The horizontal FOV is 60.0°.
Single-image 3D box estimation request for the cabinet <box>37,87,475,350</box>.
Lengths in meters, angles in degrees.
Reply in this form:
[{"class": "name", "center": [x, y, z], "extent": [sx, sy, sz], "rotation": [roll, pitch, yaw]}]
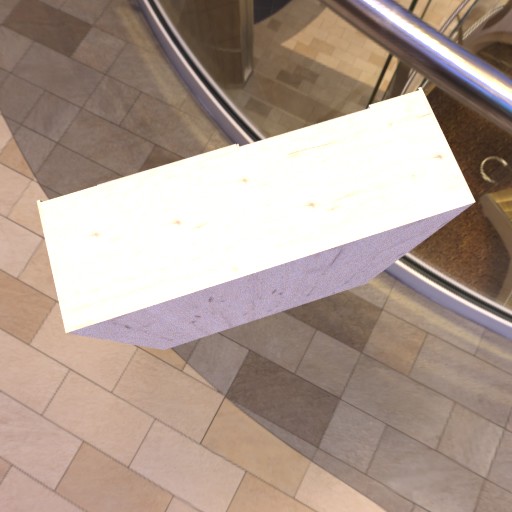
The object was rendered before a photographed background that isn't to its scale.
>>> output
[{"class": "cabinet", "center": [0.000, 0.000, 3.185], "extent": [2.000, 2.180, 0.660], "rotation": [-18, 77, -4]}]
